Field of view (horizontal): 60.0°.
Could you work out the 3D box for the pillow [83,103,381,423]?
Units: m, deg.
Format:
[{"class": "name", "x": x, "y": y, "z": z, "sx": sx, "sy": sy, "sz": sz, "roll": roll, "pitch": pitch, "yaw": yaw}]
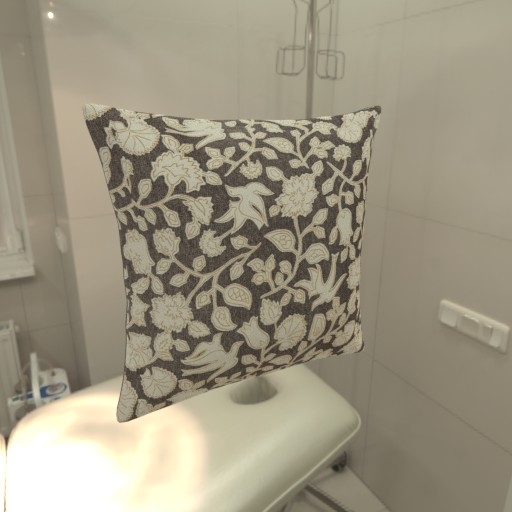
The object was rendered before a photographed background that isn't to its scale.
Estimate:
[{"class": "pillow", "x": 0.000, "y": 0.000, "z": 0.782, "sx": 0.526, "sy": 0.507, "sz": 0.166, "roll": -9, "pitch": 20, "yaw": -26}]
